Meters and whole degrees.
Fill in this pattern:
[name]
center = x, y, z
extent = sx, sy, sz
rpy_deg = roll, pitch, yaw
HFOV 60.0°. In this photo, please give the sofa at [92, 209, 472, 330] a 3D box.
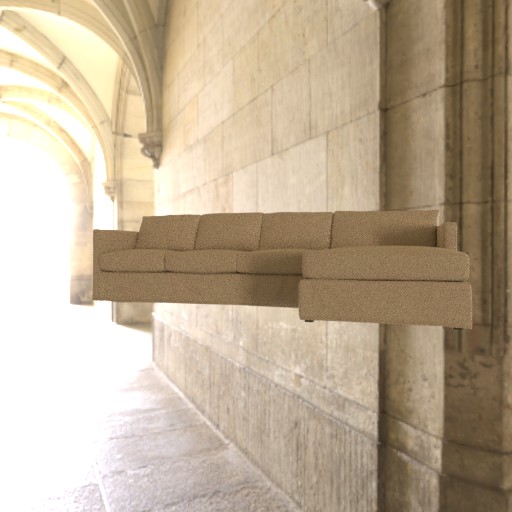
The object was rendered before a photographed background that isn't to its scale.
[sofa]
center = 0.000, 0.000, 3.808
extent = 3.206, 0.871, 1.622
rpy_deg = 0, 0, 18
